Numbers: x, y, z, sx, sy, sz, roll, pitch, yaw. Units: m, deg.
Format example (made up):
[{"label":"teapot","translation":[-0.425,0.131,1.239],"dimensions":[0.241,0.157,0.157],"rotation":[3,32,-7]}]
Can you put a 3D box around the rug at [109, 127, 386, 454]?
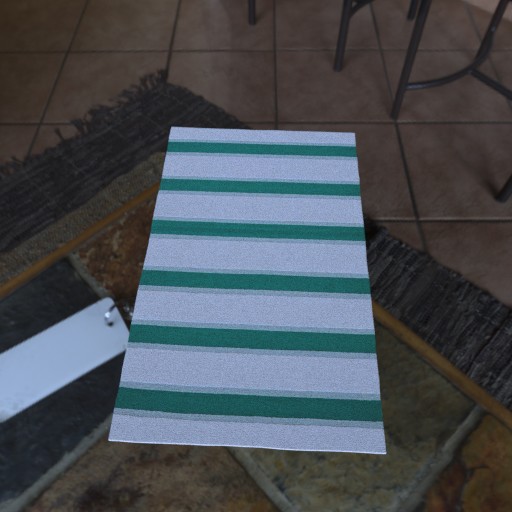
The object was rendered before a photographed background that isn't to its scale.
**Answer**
[{"label":"rug","translation":[0.000,0.000,3.038],"dimensions":[1.521,0.015,2.436],"rotation":[2,59,1]}]
